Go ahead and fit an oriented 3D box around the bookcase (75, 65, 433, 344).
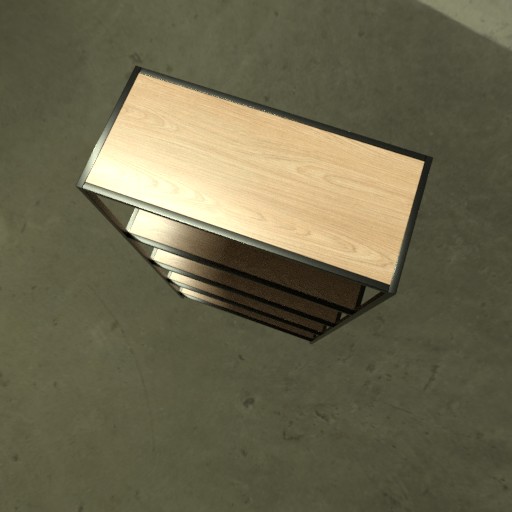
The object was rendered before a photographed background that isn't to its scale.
[{"bbox_3d":[0.000,0.000,1.764,0.770,1.500,0.350,19,75,5],"label":"bookcase"}]
